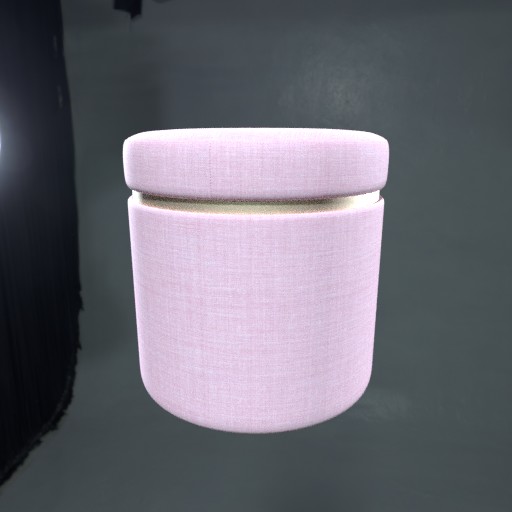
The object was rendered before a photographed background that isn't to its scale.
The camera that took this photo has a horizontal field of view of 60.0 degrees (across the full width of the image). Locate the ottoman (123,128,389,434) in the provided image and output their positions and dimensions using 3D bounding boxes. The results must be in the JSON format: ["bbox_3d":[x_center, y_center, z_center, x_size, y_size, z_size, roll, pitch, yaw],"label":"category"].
[{"bbox_3d":[0.000,0.000,0.736,0.400,0.406,0.400,0,15,0],"label":"ottoman"}]
